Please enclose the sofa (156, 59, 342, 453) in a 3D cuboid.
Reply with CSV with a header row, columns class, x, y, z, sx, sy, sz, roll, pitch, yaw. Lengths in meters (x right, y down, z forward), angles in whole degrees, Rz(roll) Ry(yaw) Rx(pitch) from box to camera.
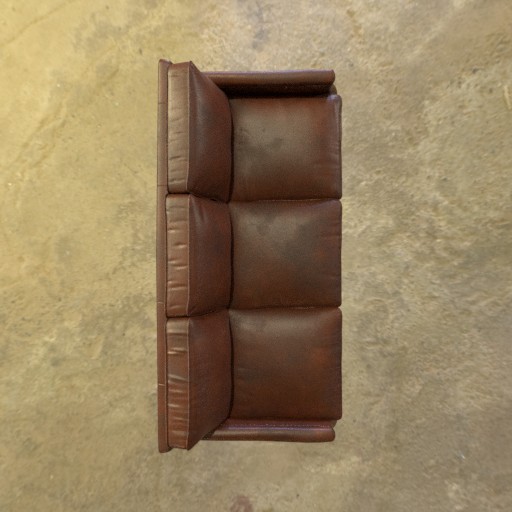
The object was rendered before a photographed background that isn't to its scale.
class,x,y,z,sx,sy,sz,roll,pitch,yaw
sofa,0.000,0.000,2.764,1.084,1.003,2.240,0,90,1
